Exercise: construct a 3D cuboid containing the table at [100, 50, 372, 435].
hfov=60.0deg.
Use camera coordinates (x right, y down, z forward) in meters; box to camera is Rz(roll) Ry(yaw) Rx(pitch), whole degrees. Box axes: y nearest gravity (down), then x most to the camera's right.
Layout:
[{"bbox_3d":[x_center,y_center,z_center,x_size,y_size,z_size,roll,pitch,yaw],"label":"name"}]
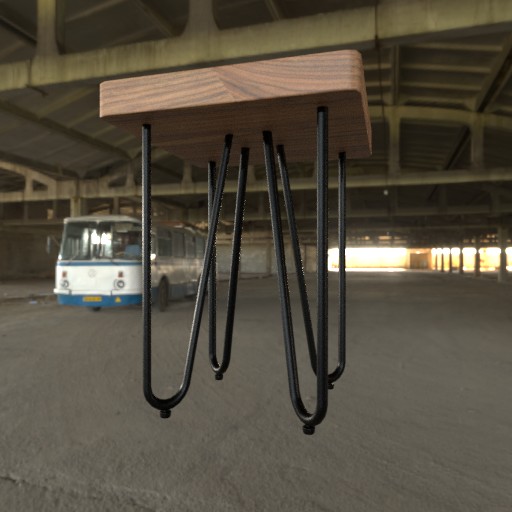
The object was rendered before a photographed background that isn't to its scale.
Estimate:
[{"bbox_3d":[0.000,0.000,0.979,0.480,0.641,0.479,0,-1,17],"label":"table"}]
